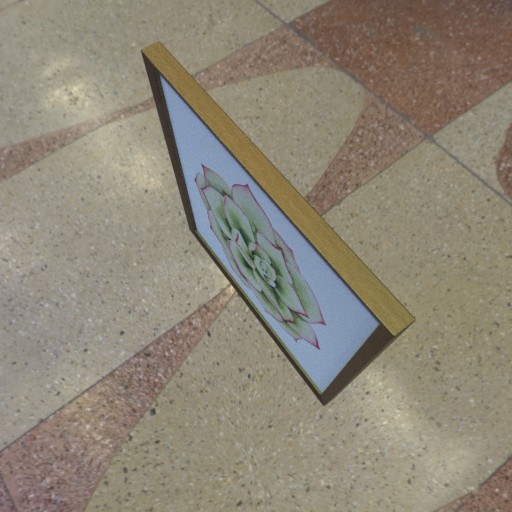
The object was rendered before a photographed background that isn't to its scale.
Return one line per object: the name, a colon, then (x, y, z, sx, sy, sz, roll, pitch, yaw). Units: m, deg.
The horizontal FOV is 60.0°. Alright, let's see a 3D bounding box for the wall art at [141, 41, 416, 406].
wall art: (0.000, 0.000, 0.755, 0.031, 0.506, 0.503, -33, 68, -15)
